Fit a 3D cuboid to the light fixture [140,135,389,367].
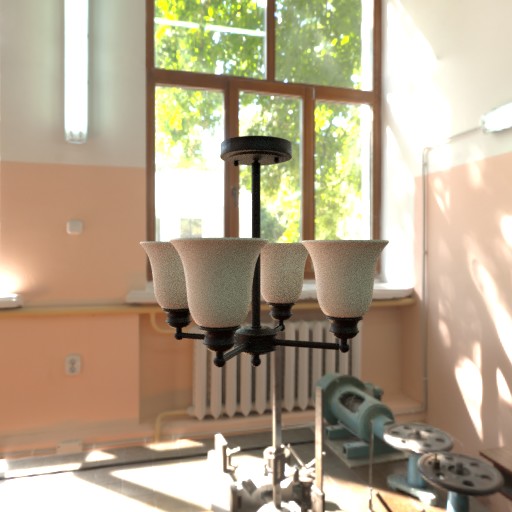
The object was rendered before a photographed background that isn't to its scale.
[{"bbox_3d":[0.000,0.000,1.852,1.069,0.925,1.069,0,0,20],"label":"light fixture"}]
